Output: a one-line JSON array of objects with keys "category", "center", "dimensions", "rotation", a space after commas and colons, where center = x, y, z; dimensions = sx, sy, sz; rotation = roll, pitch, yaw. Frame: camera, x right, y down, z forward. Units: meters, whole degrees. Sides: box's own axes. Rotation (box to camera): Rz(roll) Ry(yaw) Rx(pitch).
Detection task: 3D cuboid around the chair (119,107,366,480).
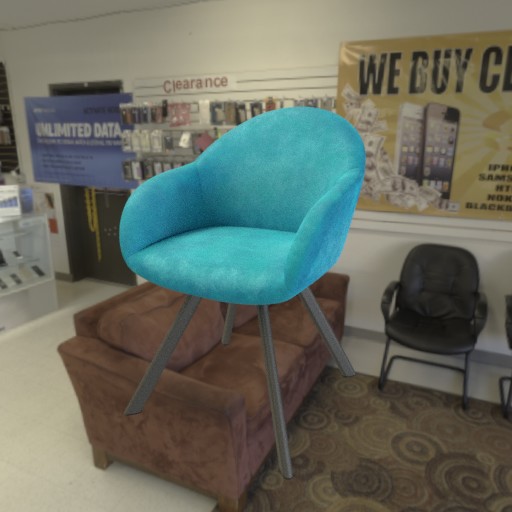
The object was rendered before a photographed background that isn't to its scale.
[{"category": "chair", "center": [0.000, 0.000, 1.209], "dimensions": [0.550, 0.795, 0.590], "rotation": [8, 18, 27]}]
